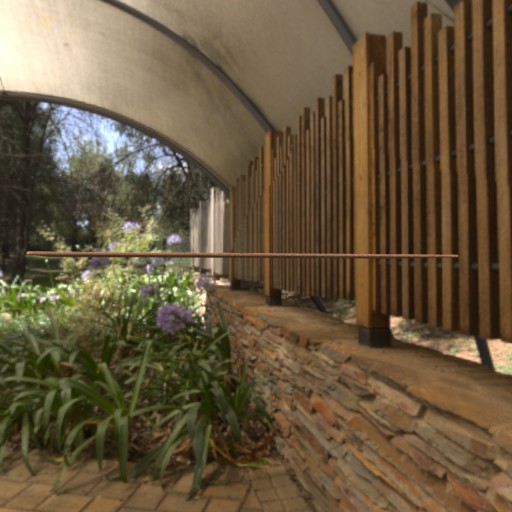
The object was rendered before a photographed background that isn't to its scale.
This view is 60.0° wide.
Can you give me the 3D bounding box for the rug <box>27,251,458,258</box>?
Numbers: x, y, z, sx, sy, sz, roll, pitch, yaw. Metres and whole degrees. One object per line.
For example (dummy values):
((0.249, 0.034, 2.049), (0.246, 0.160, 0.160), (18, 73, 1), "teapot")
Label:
((0.000, 0.000, 2.739), (2.435, 0.015, 0.760), (0, -1, -18), "rug")
